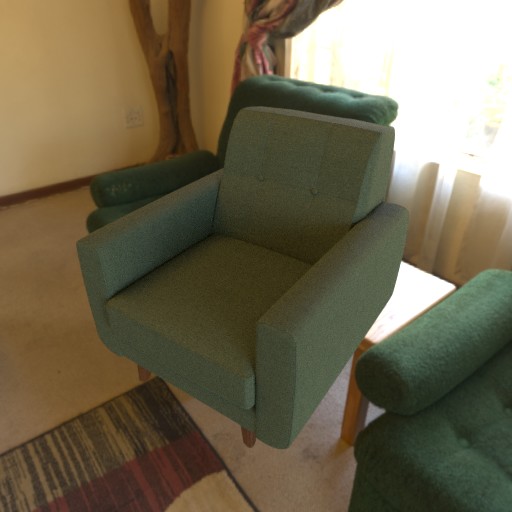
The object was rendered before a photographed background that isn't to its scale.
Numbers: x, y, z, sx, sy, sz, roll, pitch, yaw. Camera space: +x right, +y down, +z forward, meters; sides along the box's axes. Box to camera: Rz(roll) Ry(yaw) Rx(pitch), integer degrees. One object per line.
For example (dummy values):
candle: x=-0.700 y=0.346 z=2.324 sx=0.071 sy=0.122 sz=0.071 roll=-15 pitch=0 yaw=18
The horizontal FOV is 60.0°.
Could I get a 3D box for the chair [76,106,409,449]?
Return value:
chair: x=0.000 y=0.000 z=1.579 sx=0.831 sy=0.841 sz=0.909 roll=20 pitch=37 yaw=29
